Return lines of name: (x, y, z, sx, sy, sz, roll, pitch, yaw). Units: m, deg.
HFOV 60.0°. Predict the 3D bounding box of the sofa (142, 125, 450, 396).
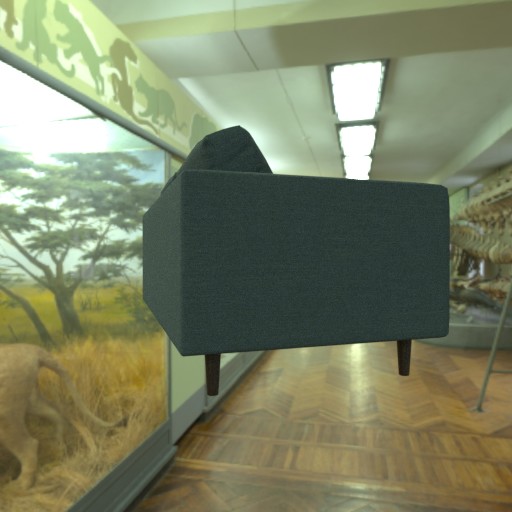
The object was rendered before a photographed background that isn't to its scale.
sofa: (0.000, 0.000, 2.227, 0.999, 0.907, 1.659, 0, 1, -18)
